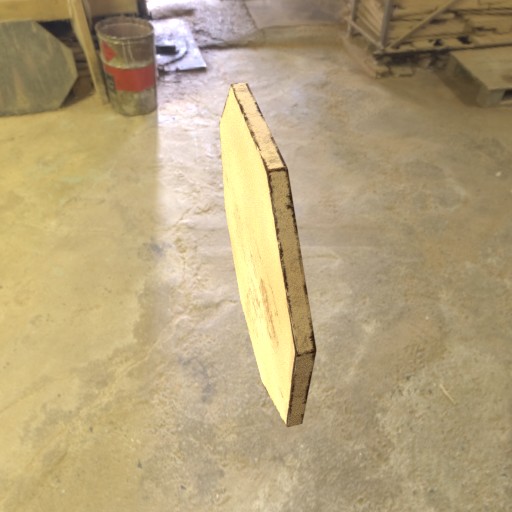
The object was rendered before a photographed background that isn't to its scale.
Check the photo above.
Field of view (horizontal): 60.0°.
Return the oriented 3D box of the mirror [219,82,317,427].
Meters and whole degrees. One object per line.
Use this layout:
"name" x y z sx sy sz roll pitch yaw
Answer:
"mirror" 0.000 0.000 0.957 0.031 0.648 0.648 -10 48 -9
